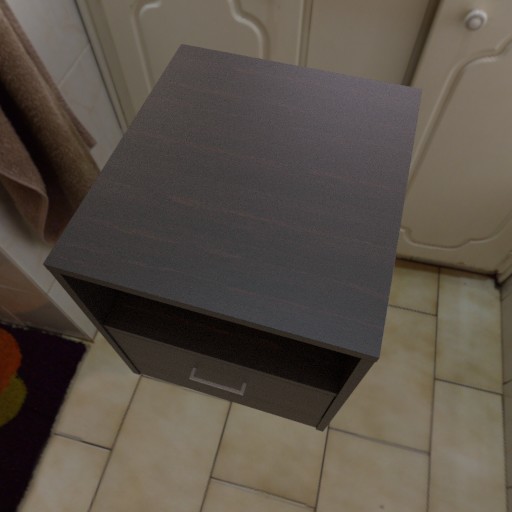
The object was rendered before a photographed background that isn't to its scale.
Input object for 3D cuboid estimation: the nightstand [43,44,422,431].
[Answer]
[{"bbox_3d":[0.000,0.000,0.799,0.400,0.460,0.461,14,60,8],"label":"nightstand"}]
